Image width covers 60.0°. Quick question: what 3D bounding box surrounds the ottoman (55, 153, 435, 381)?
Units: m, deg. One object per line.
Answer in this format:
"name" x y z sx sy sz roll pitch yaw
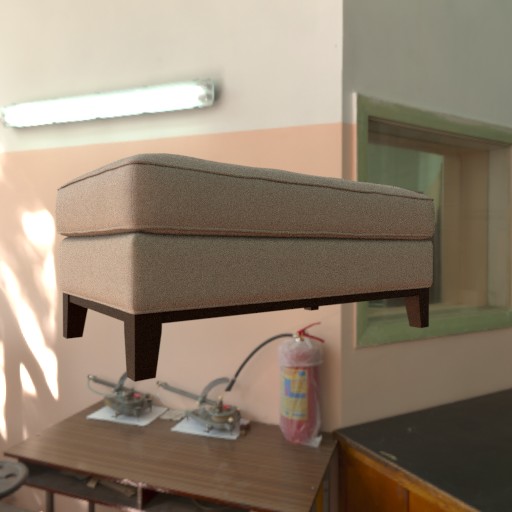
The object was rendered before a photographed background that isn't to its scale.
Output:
"ottoman" 0.000 0.000 1.487 1.143 0.508 0.648 -1 1 -37
